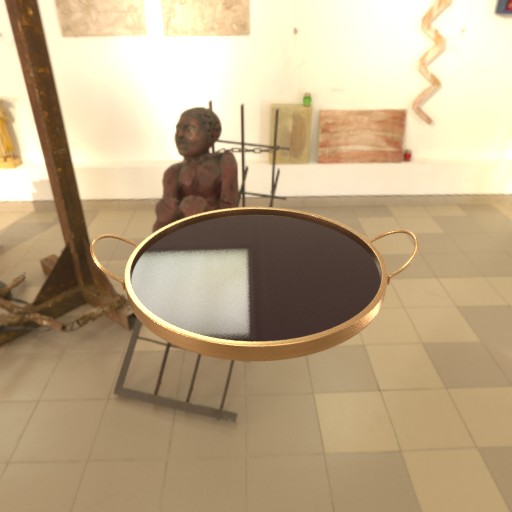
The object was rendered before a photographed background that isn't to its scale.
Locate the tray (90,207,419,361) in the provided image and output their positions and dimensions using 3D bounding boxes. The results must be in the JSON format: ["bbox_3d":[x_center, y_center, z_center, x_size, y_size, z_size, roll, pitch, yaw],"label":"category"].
[{"bbox_3d":[0.000,0.000,0.757,0.543,0.069,0.438,-1,30,-2],"label":"tray"}]
